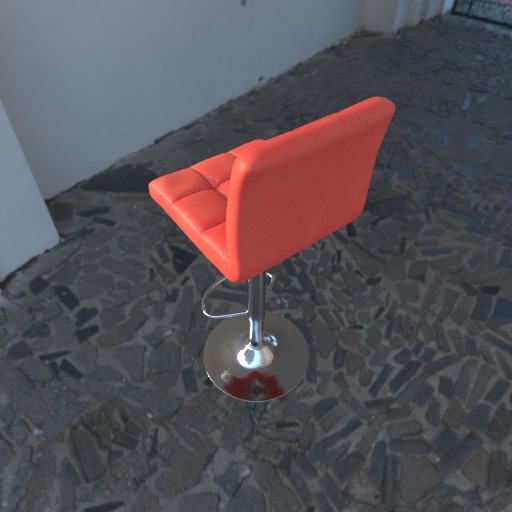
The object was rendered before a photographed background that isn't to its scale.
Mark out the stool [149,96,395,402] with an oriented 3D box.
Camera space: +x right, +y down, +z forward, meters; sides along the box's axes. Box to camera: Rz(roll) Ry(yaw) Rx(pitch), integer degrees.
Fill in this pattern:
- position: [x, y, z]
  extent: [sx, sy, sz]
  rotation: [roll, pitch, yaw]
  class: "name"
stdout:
- position: [0.000, 0.000, 1.397]
  extent: [0.430, 1.115, 0.505]
  rotation: [-28, 52, -25]
  class: "stool"
